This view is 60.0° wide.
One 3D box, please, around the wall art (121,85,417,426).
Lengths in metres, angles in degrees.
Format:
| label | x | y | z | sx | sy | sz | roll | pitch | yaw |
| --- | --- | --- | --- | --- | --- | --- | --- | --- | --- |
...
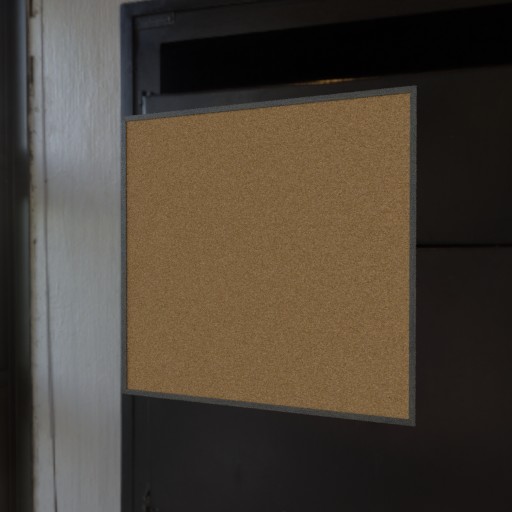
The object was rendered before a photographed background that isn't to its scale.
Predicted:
| label | x | y | z | sx | sy | sz | roll | pitch | yaw |
| --- | --- | --- | --- | --- | --- | --- | --- | --- | --- |
| wall art | 0.000 | 0.000 | 1.118 | 0.758 | 0.758 | 0.039 | 0 | 1 | 18 |
